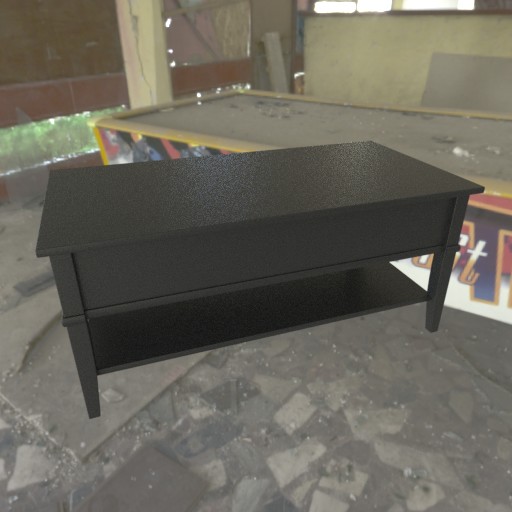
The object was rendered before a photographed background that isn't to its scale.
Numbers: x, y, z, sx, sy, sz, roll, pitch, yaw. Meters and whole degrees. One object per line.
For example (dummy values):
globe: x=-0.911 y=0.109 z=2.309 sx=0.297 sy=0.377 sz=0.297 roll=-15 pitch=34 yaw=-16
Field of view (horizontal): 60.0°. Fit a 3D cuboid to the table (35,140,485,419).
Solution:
table: x=0.000 y=0.000 z=1.292 sx=1.044 sy=0.470 sz=0.523 roll=-9 pitch=29 yaw=-17
